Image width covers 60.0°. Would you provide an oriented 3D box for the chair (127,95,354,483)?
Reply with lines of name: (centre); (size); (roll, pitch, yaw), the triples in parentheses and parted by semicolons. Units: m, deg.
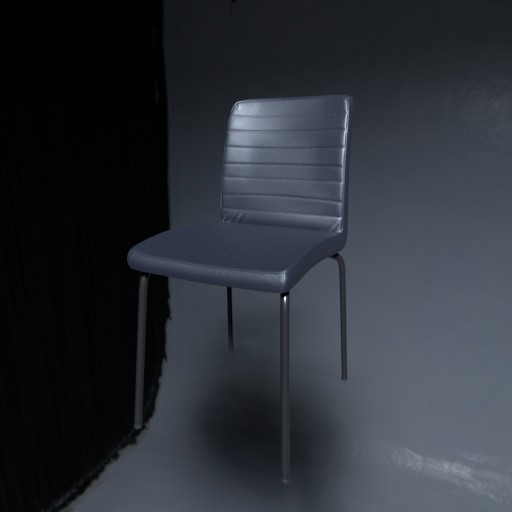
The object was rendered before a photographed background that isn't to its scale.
chair: (0.000, 0.000, 1.223); (0.450, 0.872, 0.572); (7, 16, 26)
